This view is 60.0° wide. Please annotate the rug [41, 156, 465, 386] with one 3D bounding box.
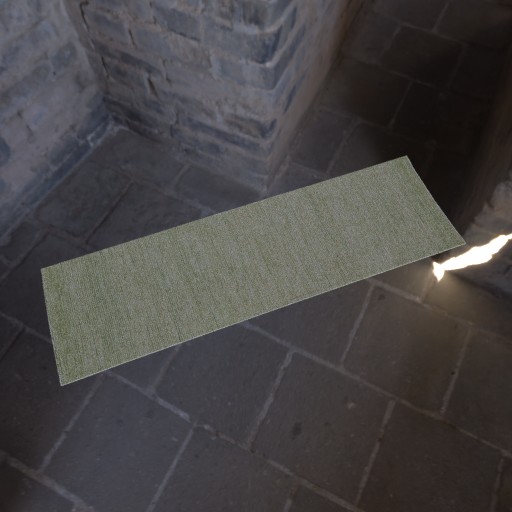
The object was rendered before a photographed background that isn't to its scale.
[{"bbox_3d":[0.000,0.000,2.530,2.340,0.013,0.686,-18,65,-9],"label":"rug"}]
